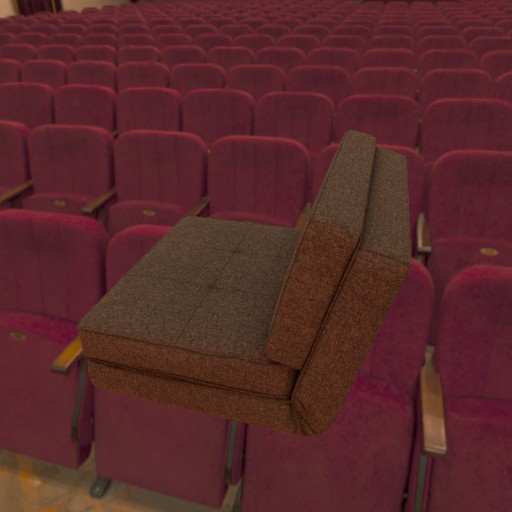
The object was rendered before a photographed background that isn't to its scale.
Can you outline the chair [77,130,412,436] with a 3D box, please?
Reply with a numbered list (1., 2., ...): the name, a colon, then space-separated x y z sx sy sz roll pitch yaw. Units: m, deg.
1. chair: 0.000 0.000 1.325 0.800 0.615 0.740 8 31 14
